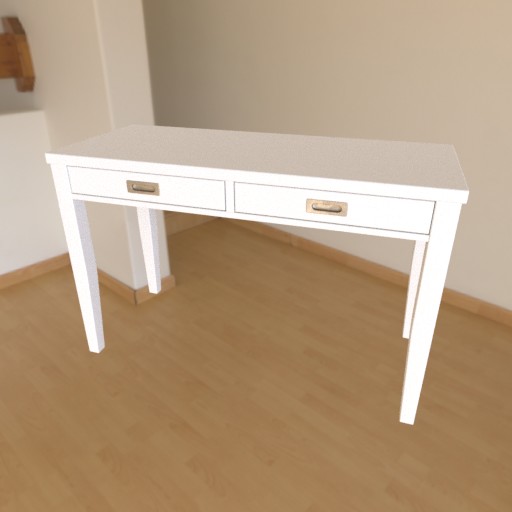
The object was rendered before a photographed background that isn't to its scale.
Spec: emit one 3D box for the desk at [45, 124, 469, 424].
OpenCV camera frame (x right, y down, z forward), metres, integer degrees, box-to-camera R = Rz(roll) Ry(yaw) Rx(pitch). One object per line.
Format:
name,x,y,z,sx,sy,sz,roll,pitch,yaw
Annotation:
desk,0.000,0.000,1.601,1.220,0.775,0.508,8,28,16
